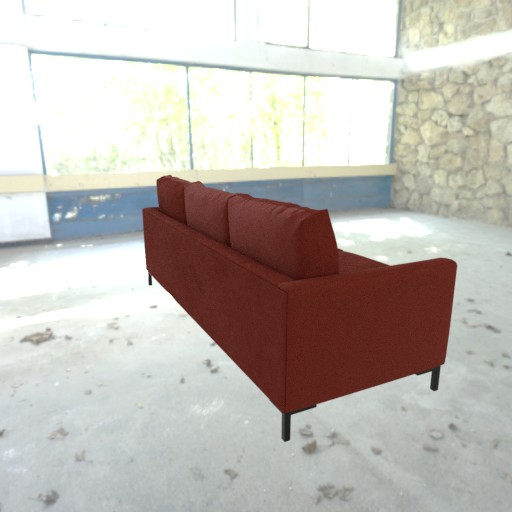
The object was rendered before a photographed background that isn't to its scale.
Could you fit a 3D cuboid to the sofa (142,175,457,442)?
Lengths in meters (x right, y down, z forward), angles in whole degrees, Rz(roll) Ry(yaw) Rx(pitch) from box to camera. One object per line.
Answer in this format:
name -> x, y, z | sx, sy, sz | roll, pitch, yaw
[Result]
sofa -> 0.000, 0.000, 2.714 | 0.875, 0.879, 2.252 | -7, 16, -26
